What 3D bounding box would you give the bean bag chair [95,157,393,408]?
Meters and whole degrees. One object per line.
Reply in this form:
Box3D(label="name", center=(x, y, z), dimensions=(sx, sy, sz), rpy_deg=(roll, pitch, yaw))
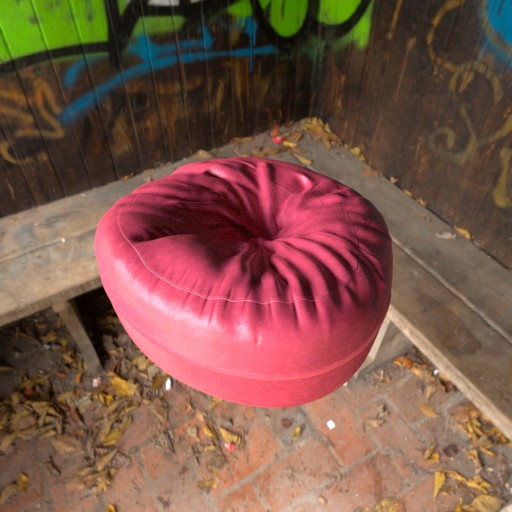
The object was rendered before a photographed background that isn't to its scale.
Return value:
Box3D(label="bean bag chair", center=(0.000, 0.000, 2.461), dimensions=(1.524, 0.878, 1.524), rpy_deg=(23, 51, 20))
